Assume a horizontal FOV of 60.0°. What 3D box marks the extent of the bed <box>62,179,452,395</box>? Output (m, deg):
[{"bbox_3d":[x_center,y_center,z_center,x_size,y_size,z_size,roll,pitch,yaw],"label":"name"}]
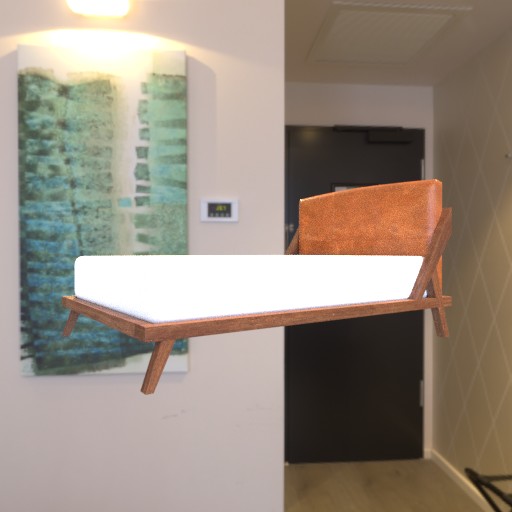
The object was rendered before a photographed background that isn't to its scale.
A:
[{"bbox_3d":[0.000,0.000,3.229,2.311,1.168,1.651,0,1,-35],"label":"bed"}]
